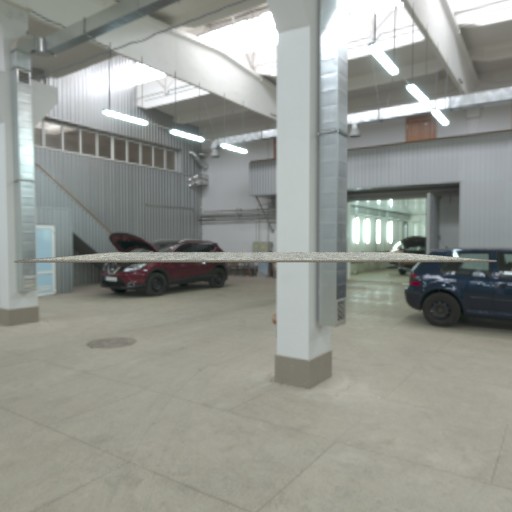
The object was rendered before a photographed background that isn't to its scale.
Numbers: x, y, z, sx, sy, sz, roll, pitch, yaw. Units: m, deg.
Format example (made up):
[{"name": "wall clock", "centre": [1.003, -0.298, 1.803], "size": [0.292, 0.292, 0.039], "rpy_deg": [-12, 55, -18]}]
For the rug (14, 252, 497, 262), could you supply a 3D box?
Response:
[{"name": "rug", "centre": [0.000, 0.000, 2.984], "size": [2.438, 0.011, 1.524], "rpy_deg": [0, 2, -1]}]
